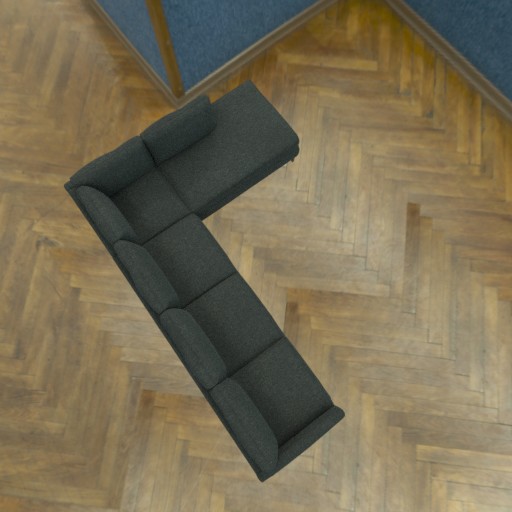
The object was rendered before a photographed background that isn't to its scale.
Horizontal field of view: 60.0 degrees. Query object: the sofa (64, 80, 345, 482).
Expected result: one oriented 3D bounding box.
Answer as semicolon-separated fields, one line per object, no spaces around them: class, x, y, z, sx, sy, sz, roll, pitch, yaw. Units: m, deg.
sofa;0.000;0.000;3.840;2.007;0.815;2.949;-35;78;-8
